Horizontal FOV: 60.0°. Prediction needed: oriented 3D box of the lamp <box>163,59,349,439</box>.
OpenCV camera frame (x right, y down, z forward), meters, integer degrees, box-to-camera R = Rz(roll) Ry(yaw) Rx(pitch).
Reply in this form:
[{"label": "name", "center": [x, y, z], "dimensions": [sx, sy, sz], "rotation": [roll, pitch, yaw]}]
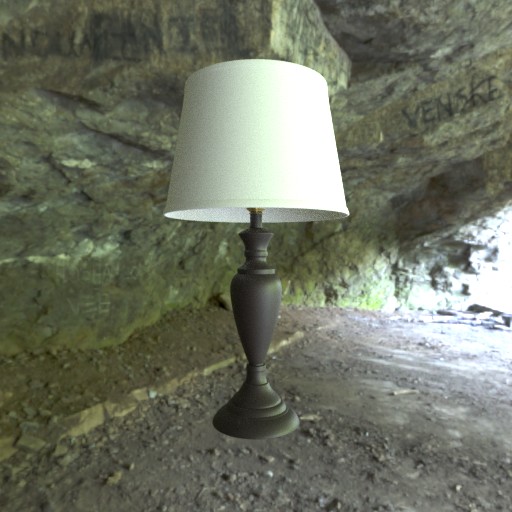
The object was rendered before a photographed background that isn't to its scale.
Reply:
[{"label": "lamp", "center": [0.000, 0.000, 0.815], "dimensions": [0.335, 0.611, 0.335], "rotation": [0, 1, 0]}]
